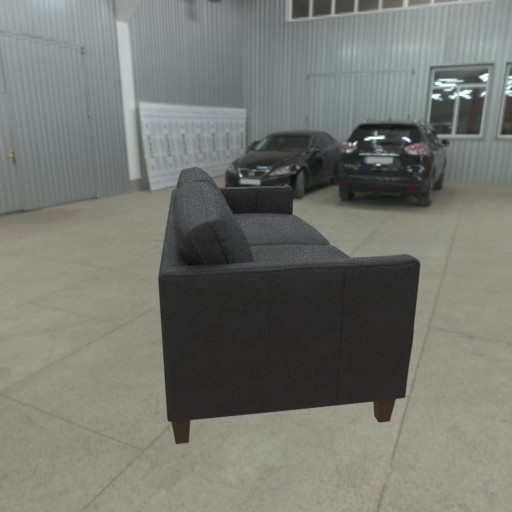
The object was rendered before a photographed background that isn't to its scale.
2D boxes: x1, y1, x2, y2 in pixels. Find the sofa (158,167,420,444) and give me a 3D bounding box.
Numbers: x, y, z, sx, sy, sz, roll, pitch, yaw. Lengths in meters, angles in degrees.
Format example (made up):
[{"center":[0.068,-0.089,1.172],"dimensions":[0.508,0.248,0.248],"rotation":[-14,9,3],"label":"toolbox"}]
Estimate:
[{"center":[0.000,0.000,2.439],"dimensions":[0.933,0.863,1.971],"rotation":[-3,17,-9],"label":"sofa"}]
